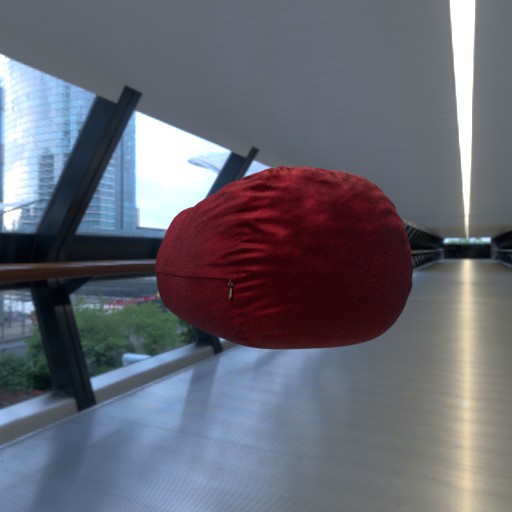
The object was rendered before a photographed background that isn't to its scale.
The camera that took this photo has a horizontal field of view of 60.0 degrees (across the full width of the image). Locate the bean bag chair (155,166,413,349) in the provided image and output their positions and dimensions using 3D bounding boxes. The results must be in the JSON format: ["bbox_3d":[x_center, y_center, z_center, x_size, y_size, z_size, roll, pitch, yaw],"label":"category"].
[{"bbox_3d":[0.000,0.000,2.889,1.216,0.867,2.293,0,0,-20],"label":"bean bag chair"}]
